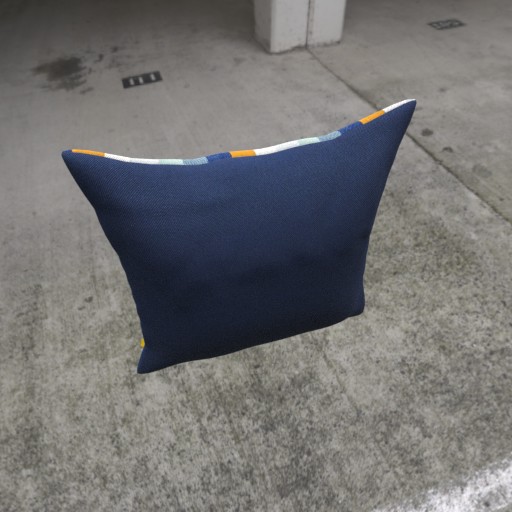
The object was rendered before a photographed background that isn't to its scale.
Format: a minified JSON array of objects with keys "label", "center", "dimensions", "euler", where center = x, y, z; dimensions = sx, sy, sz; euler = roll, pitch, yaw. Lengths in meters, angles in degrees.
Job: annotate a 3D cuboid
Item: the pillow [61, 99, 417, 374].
[{"label":"pillow","center":[0.000,0.000,0.707],"dimensions":[0.463,0.454,0.173],"euler":[-13,44,-13]}]
